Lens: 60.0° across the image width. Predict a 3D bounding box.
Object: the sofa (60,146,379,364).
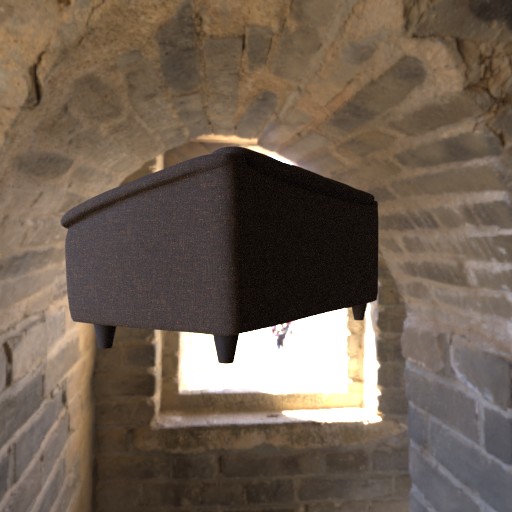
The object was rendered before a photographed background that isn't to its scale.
[{"bbox_3d":[0.000,0.000,2.371,0.887,0.790,1.849,0,-1,33],"label":"sofa"}]
